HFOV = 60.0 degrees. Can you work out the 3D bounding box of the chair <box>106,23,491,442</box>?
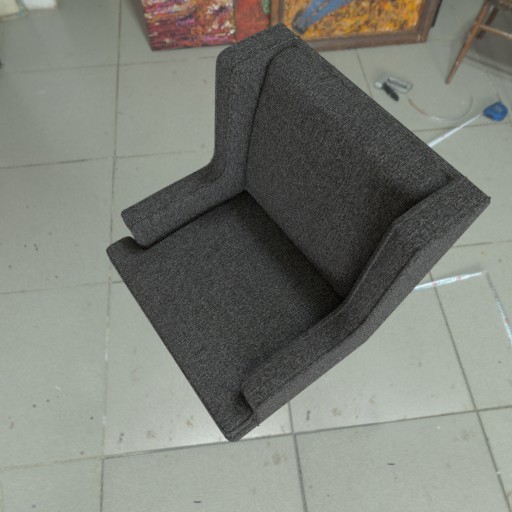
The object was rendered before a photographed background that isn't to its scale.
[{"bbox_3d":[0.000,0.000,1.710,0.927,1.082,0.942,-33,67,-16],"label":"chair"}]
